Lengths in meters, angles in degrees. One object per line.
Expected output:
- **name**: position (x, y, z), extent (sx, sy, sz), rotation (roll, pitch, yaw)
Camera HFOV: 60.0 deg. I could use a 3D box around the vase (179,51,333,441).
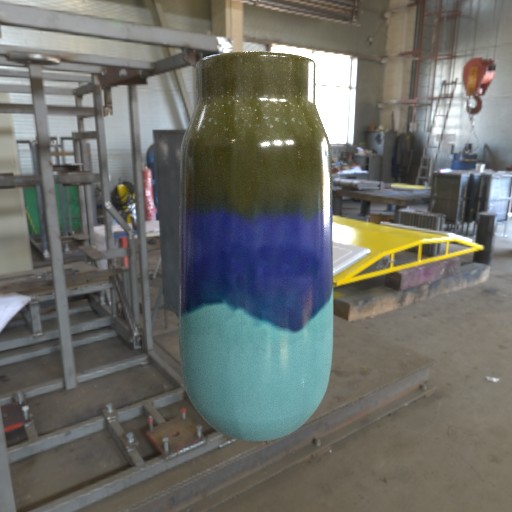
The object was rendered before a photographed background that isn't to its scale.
- **vase**: position (0.000, 0.000, 0.385), extent (0.139, 0.313, 0.139), rotation (0, 15, 0)
